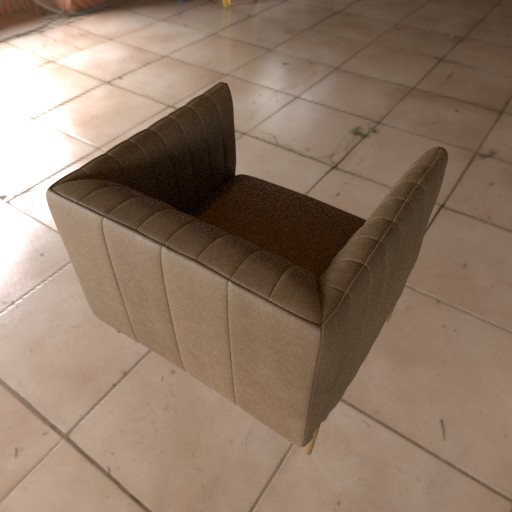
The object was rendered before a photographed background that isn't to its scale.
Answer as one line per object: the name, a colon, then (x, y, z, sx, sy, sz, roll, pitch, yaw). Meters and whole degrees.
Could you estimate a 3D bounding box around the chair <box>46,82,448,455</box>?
chair: (0.000, 0.000, 1.596, 0.981, 0.779, 0.876, 25, 50, 23)
